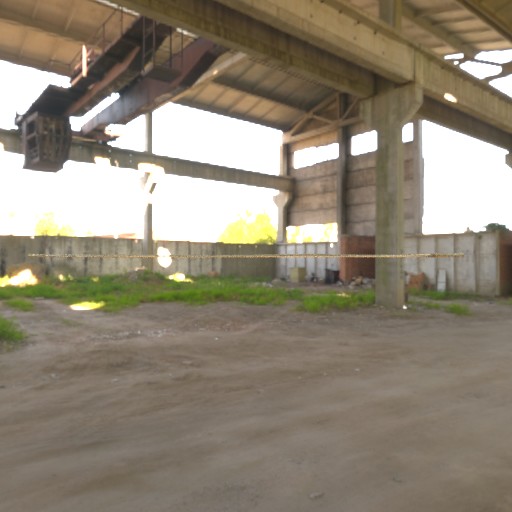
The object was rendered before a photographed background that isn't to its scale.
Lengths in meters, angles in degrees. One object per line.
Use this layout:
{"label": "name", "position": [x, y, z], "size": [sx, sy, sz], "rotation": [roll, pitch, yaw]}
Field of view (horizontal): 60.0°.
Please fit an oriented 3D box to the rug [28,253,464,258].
{"label": "rug", "position": [0.000, 0.000, 3.031], "size": [2.431, 0.025, 1.530], "rotation": [0, 0, 18]}
